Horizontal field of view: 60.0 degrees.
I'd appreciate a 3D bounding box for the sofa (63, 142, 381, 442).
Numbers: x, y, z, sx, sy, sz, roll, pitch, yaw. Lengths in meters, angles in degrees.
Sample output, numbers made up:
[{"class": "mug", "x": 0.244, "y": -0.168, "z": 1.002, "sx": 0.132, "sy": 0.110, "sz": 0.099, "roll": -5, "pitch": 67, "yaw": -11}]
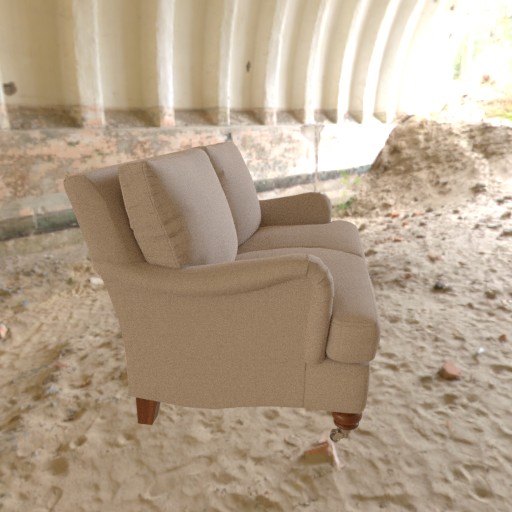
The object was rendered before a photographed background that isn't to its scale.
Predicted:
[{"class": "sofa", "x": 0.000, "y": 0.000, "z": 2.190, "sx": 1.087, "sy": 1.048, "sz": 1.508, "roll": 3, "pitch": 17, "yaw": 9}]
